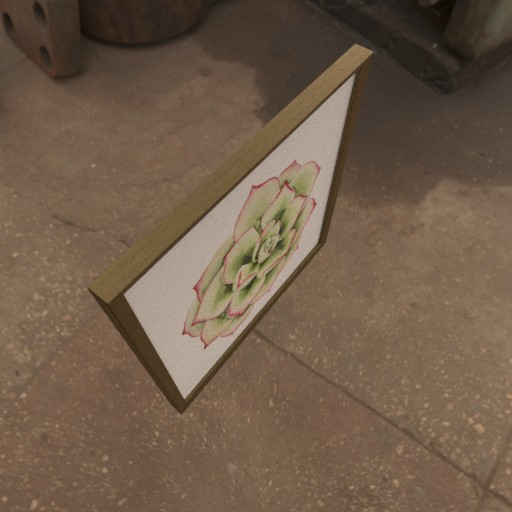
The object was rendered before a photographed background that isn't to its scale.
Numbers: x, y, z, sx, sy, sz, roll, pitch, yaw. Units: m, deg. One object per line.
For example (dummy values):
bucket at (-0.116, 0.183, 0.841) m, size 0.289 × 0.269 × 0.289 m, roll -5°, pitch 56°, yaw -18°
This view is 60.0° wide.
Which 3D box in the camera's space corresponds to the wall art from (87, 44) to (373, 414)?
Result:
wall art at (0.000, 0.000, 0.751) m, size 0.031 × 0.506 × 0.503 m, roll 34°, pitch 65°, yaw 19°
